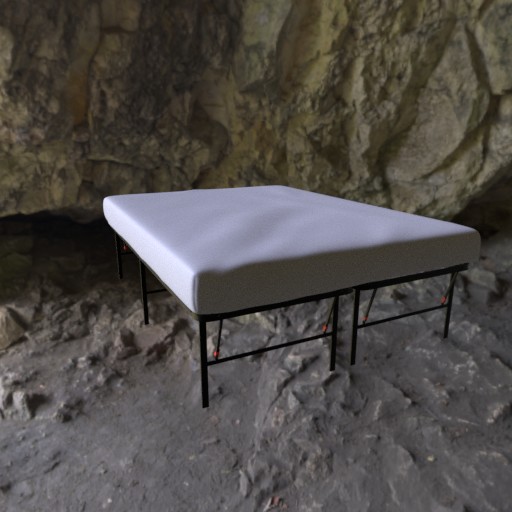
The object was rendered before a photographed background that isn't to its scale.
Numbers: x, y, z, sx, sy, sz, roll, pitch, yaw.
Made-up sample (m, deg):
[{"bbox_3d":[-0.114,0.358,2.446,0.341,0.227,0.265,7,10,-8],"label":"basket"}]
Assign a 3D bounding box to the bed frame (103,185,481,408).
[{"bbox_3d":[0.000,0.000,2.879,1.584,0.667,2.151,-8,18,-26],"label":"bed frame"}]
